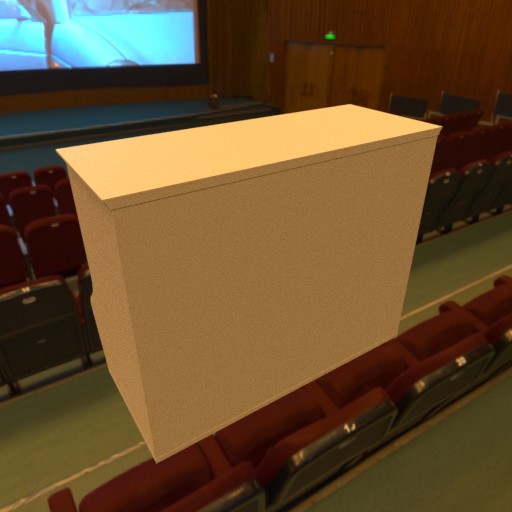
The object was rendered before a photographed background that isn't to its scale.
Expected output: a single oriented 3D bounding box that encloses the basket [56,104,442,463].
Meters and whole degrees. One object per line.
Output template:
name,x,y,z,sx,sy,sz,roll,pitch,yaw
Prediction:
basket,0.000,0.000,1.135,0.792,0.625,0.376,-18,35,-28
